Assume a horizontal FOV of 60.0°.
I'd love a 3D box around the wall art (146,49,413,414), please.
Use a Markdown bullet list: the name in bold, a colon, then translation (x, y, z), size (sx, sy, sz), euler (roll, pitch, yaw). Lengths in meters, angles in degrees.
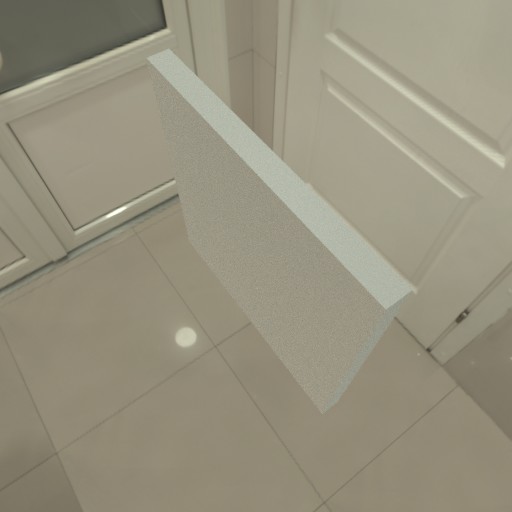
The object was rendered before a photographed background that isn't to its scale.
- **wall art**: translation (0.000, 0.000, 0.547), size (0.027, 0.355, 0.355), euler (-32, 64, -18)
